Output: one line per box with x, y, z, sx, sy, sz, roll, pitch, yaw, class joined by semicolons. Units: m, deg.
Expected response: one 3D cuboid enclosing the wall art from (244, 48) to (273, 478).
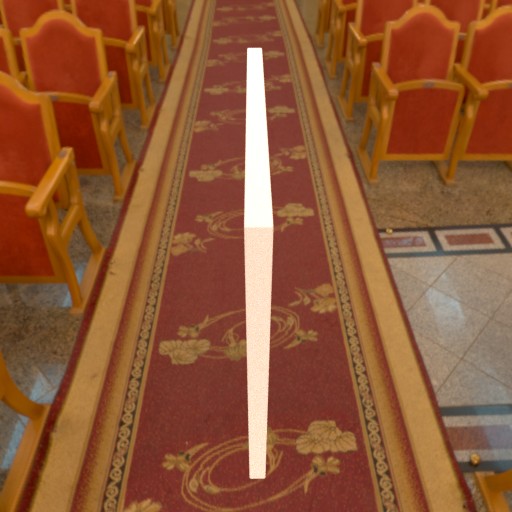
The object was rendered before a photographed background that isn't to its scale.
0.000;0.000;1.099;0.037;0.757;0.757;0;41;0;wall art
